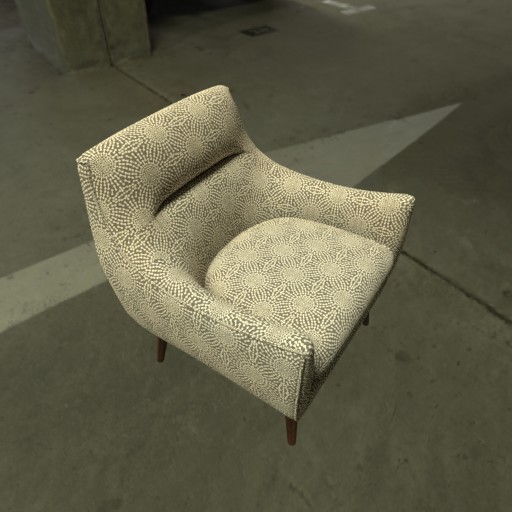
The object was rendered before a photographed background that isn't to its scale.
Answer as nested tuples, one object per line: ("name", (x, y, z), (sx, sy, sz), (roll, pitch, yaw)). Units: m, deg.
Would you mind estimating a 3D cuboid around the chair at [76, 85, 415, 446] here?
("chair", (0.000, 0.000, 1.470), (0.787, 0.838, 0.762), (24, 47, 25))
